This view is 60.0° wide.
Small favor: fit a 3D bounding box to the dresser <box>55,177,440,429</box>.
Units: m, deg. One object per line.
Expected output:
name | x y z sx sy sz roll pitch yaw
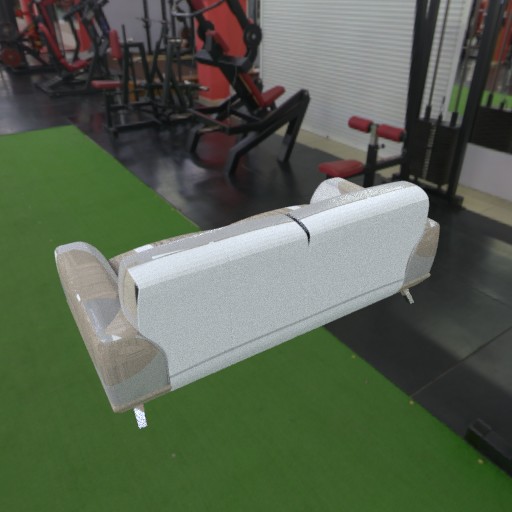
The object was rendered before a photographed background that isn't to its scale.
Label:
dresser | 0.000 0.000 5.949 4.679 1.863 2.251 -18 35 -27
